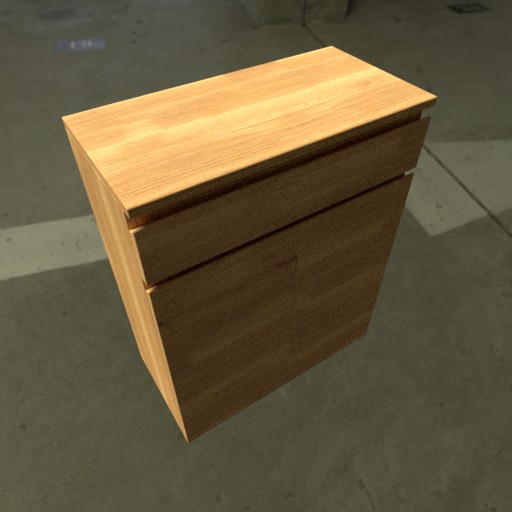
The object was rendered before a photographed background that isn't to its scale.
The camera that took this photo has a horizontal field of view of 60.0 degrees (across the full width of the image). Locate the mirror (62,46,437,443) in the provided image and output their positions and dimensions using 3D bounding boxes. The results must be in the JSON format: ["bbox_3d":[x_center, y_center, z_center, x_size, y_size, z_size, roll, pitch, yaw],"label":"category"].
[{"bbox_3d":[0.000,0.000,1.401,0.800,1.000,0.400,-25,50,-23],"label":"mirror"}]
